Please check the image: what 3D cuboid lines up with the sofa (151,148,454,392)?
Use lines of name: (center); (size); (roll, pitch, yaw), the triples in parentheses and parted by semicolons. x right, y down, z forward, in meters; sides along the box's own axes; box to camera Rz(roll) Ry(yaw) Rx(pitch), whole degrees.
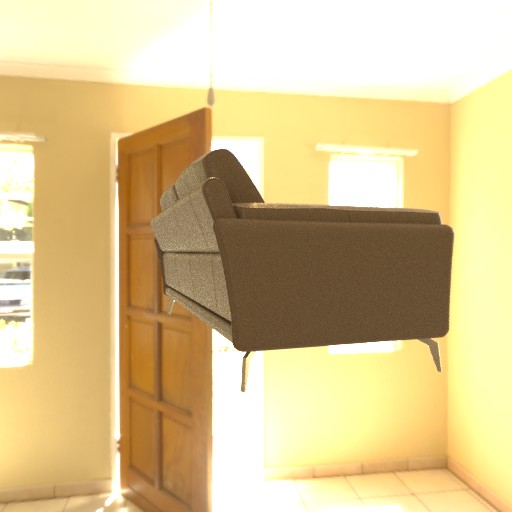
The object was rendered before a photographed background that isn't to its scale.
sofa: (0.000, 0.000, 2.629); (1.049, 0.930, 2.101); (0, 1, -18)
